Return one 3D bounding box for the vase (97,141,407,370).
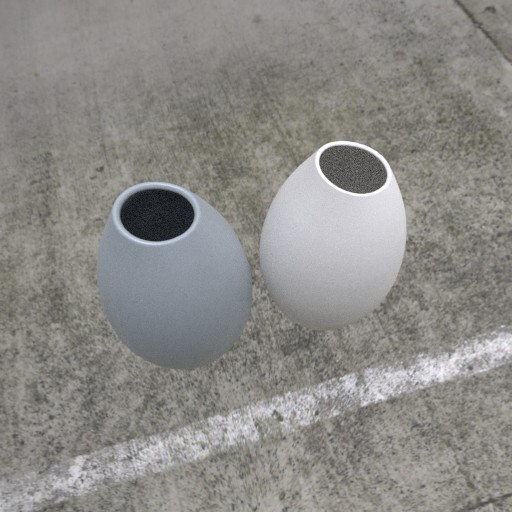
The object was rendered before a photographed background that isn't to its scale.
[{"bbox_3d":[0.000,0.000,0.264,0.187,0.131,0.089,-14,60,-8],"label":"vase"}]
